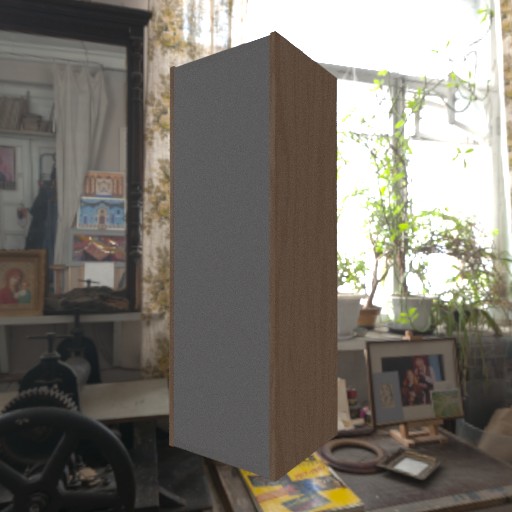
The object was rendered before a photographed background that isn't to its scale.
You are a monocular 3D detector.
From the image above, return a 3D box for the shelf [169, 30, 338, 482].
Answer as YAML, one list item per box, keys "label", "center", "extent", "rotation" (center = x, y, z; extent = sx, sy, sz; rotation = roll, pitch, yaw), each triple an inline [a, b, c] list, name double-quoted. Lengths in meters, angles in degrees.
- label: "shelf"
  center: [0.000, 0.000, 1.087]
  extent: [0.300, 0.900, 0.290]
  rotation: [0, 0, 35]
